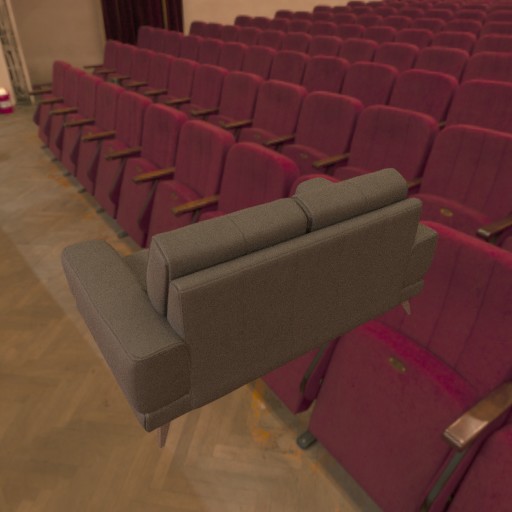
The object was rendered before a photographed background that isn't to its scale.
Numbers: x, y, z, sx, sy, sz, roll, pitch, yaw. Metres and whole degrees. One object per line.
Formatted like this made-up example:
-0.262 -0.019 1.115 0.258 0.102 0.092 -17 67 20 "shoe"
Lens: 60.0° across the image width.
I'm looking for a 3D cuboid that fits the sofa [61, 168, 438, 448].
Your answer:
0.000 0.000 2.392 1.806 0.907 1.018 -19 36 -29 "sofa"
